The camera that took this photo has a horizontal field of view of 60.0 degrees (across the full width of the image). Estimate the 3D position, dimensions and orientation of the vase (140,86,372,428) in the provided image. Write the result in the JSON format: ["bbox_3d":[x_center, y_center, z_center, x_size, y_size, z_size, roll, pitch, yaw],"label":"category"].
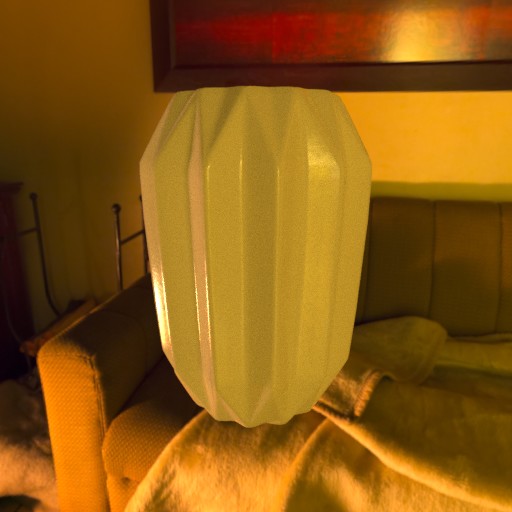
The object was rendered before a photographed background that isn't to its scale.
[{"bbox_3d":[0.000,0.000,0.400,0.195,0.275,0.195,0,15,0],"label":"vase"}]
